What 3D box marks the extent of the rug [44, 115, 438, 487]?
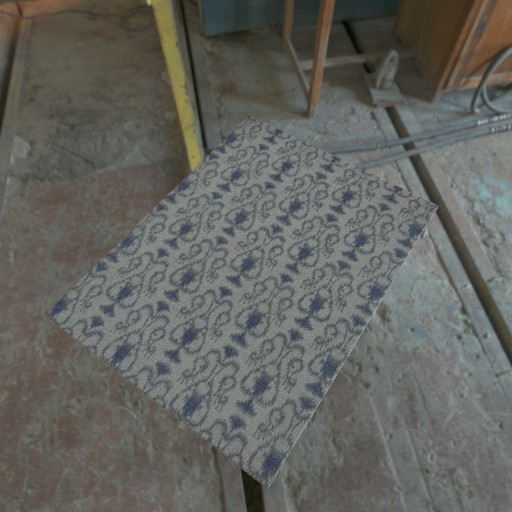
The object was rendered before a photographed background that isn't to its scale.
[{"bbox_3d":[0.000,0.000,4.309,2.437,0.015,3.205,30,63,18],"label":"rug"}]
